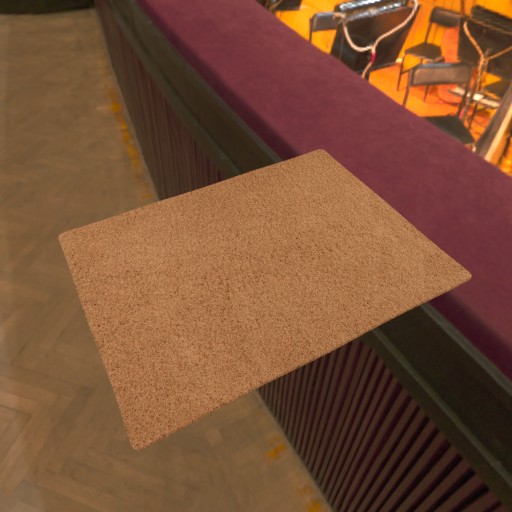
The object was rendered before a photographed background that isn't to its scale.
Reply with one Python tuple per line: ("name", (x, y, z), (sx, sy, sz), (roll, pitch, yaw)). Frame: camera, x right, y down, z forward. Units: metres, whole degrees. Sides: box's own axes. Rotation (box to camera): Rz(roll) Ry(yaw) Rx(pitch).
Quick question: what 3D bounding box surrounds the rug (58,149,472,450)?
("rug", (0.000, 0.000, 2.115), (1.600, 0.025, 1.199), (-22, 50, -20))
